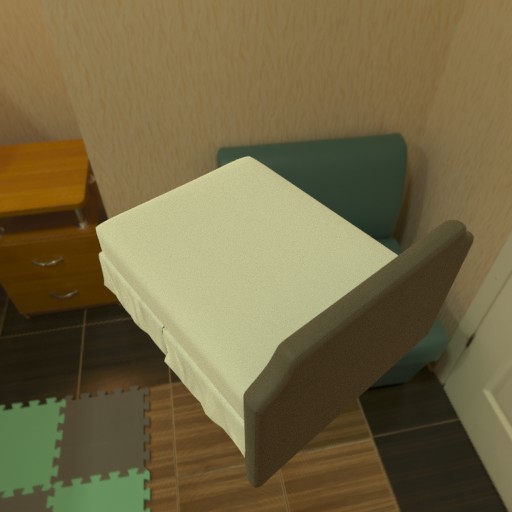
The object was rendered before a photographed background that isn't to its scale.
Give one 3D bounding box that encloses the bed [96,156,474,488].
[{"bbox_3d":[0.000,0.000,3.275,1.831,1.297,2.181,-31,53,-27],"label":"bed"}]
